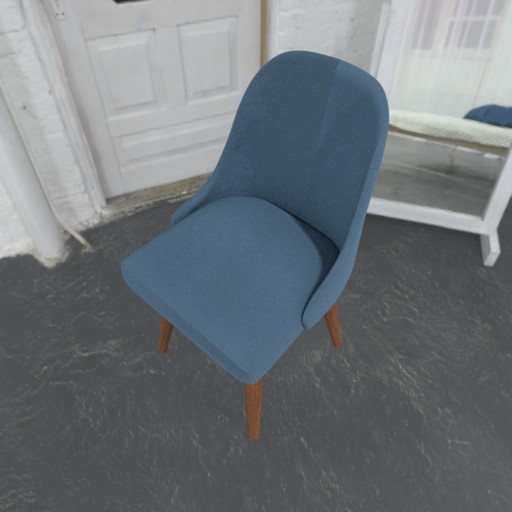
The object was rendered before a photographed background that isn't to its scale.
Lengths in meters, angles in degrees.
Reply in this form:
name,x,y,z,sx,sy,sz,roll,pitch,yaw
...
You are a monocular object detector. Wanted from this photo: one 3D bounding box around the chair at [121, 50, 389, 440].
name,x,y,z,sx,sy,sz,roll,pitch,yaw
chair,0.000,0.000,1.210,0.503,0.882,0.589,35,57,27
